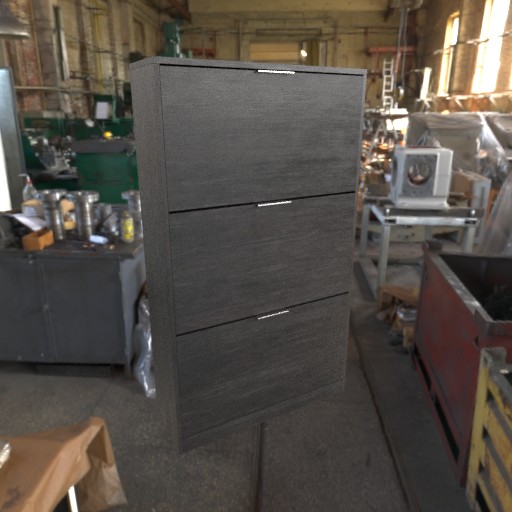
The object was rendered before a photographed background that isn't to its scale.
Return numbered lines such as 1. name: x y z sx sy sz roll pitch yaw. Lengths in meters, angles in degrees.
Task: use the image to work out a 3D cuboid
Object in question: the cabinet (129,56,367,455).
1. cabinet: 0.000 0.000 1.623 0.750 1.280 0.250 -10 21 -29
